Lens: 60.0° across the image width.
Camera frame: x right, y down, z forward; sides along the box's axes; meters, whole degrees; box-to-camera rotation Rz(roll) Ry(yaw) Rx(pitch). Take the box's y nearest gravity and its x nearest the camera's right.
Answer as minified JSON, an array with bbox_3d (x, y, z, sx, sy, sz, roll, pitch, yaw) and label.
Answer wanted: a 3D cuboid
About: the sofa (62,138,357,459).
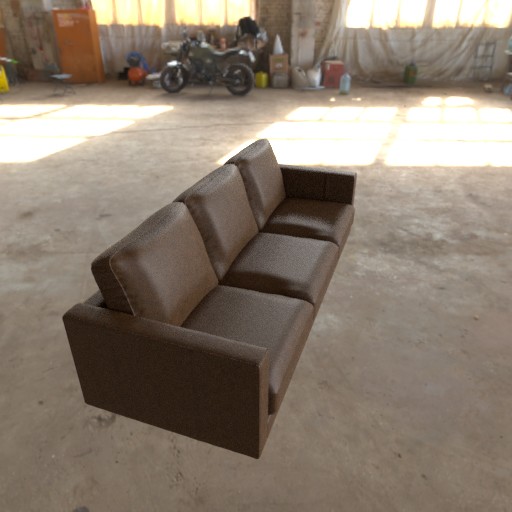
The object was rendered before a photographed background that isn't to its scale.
[{"bbox_3d":[0.000,0.000,2.712,0.903,0.930,2.231,10,31,17],"label":"sofa"}]
